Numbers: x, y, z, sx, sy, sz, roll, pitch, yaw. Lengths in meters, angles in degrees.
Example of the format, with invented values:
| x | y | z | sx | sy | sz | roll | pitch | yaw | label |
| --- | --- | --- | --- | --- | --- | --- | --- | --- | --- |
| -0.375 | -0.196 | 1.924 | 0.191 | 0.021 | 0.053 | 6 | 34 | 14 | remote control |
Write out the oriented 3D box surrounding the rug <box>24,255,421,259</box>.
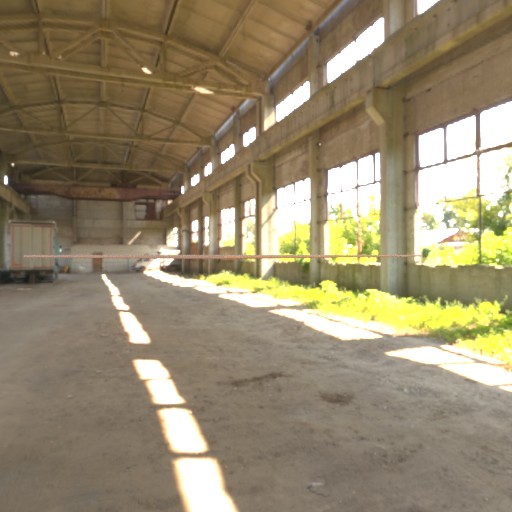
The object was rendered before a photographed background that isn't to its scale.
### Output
| x | y | z | sx | sy | sz | roll | pitch | yaw | label |
| --- | --- | --- | --- | --- | --- | --- | --- | --- | --- |
| 0.000 | 0.000 | 3.064 | 1.523 | 0.014 | 2.438 | 0 | 0 | 37 | rug |
